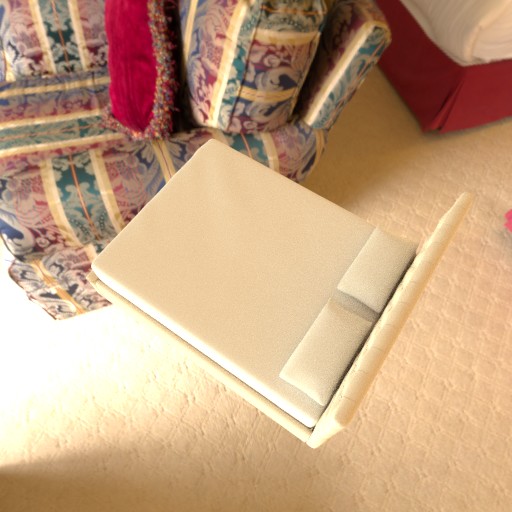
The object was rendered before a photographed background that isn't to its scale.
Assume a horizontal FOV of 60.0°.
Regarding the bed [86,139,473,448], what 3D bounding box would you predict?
[{"bbox_3d":[0.000,0.000,3.385,2.233,1.426,1.696,31,67,15],"label":"bed"}]
